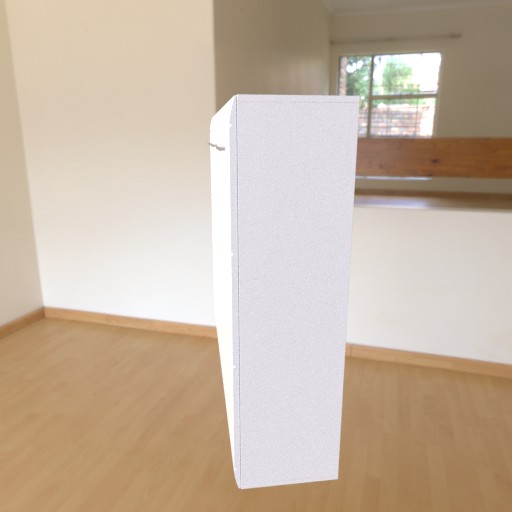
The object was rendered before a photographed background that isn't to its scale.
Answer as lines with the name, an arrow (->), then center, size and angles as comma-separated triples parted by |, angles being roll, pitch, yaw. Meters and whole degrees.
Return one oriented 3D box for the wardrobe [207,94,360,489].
wardrobe -> 0.000, 0.000, 1.918 | 0.360, 1.200, 1.340 | -2, 15, -7
